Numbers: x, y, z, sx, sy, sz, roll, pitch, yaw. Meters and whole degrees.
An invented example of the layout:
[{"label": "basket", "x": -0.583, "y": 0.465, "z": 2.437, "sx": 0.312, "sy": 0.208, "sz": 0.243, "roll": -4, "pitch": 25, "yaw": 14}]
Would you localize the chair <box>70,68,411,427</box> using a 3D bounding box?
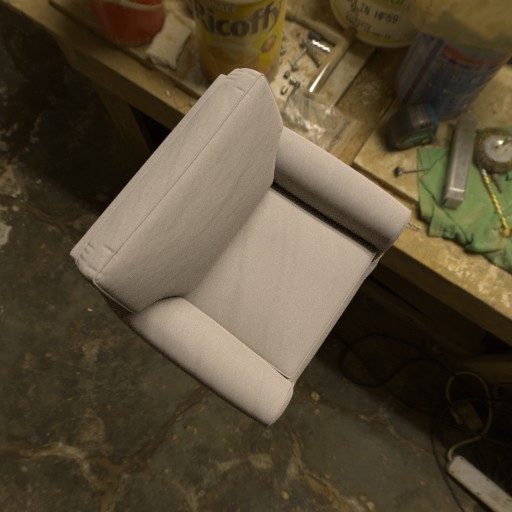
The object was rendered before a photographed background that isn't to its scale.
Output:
[{"label": "chair", "x": 0.000, "y": 0.000, "z": 1.938, "sx": 0.988, "sy": 1.017, "sz": 1.135, "roll": 35, "pitch": 79, "yaw": 8}]
